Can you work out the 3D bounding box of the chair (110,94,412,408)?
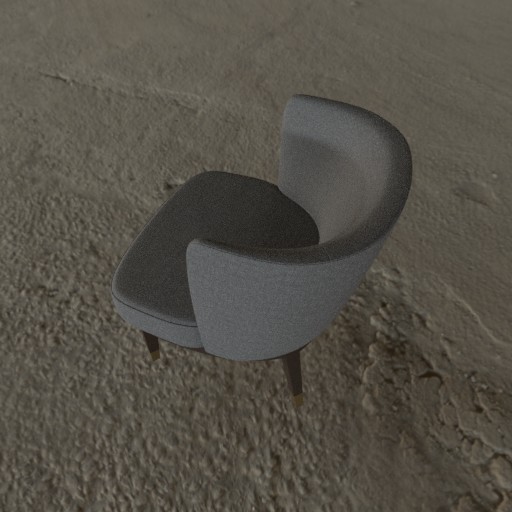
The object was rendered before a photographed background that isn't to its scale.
[{"bbox_3d":[0.000,0.000,1.272,0.698,0.695,0.639,16,49,14],"label":"chair"}]
